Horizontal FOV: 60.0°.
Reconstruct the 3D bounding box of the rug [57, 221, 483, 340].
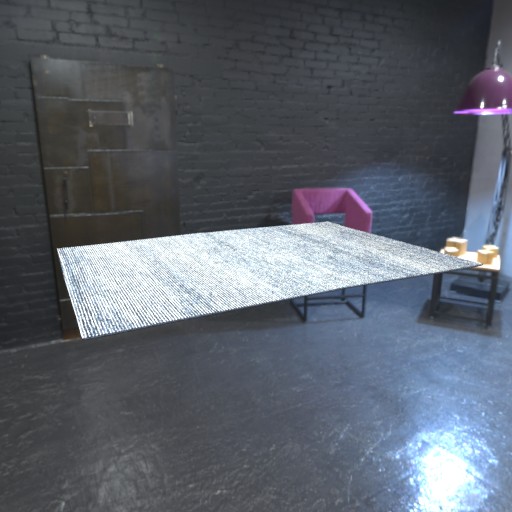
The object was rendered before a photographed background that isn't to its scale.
[{"bbox_3d":[0.000,0.000,2.939,2.349,0.030,1.624,-7,17,-26],"label":"rug"}]
